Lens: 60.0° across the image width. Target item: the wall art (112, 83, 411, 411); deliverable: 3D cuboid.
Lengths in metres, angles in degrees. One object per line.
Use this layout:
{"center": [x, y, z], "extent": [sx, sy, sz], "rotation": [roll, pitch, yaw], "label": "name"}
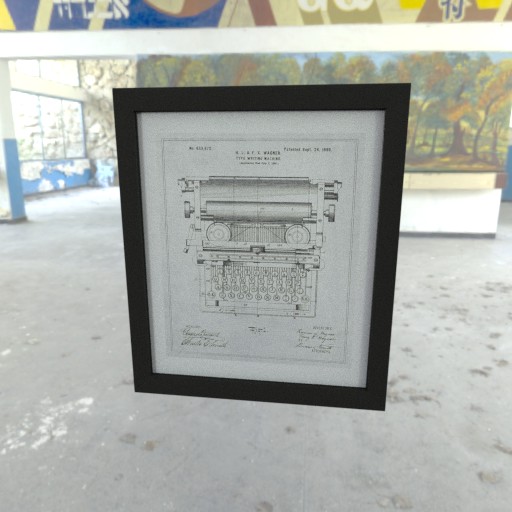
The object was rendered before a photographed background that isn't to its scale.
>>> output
{"center": [0.000, 0.000, 0.706], "extent": [0.432, 0.508, 0.021], "rotation": [2, 14, 8], "label": "wall art"}
